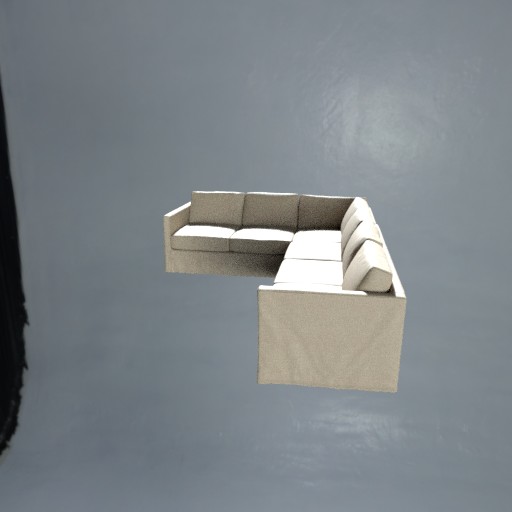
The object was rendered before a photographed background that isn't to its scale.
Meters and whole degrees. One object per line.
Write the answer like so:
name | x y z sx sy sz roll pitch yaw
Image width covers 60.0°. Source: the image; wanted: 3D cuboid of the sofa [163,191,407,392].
sofa | 0.000 0.000 4.444 2.432 0.871 3.182 3 17 10
